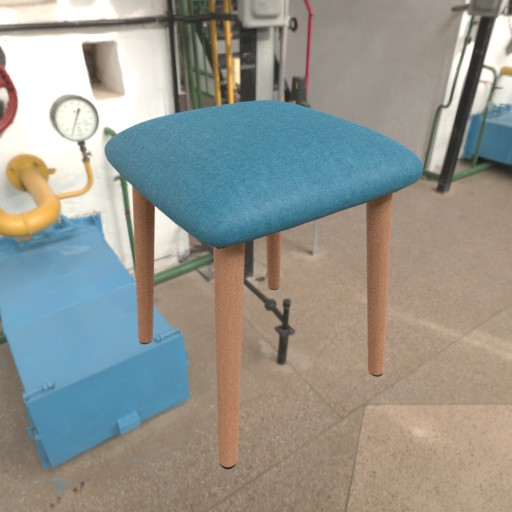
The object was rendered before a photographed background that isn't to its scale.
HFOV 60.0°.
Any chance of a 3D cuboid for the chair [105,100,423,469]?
[{"bbox_3d":[0.000,0.000,0.730,0.360,0.450,0.360,-20,37,-28],"label":"chair"}]
